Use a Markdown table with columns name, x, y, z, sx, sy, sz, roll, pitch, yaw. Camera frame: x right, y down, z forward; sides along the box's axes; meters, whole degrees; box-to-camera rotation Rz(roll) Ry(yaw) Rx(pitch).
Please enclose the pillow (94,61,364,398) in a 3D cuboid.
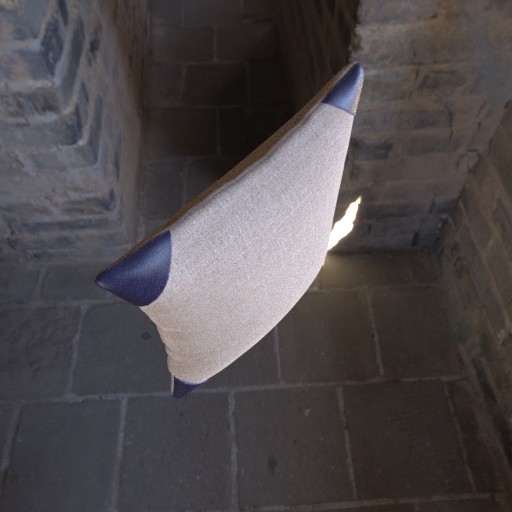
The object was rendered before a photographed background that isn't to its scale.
| name | x | y | z | sx | sy | sz | roll | pitch | yaw |
| --- | --- | --- | --- | --- | --- | --- | --- | --- | --- |
| pillow | 0.000 | 0.000 | 0.678 | 0.147 | 0.441 | 0.440 | 35 | 65 | 20 |
